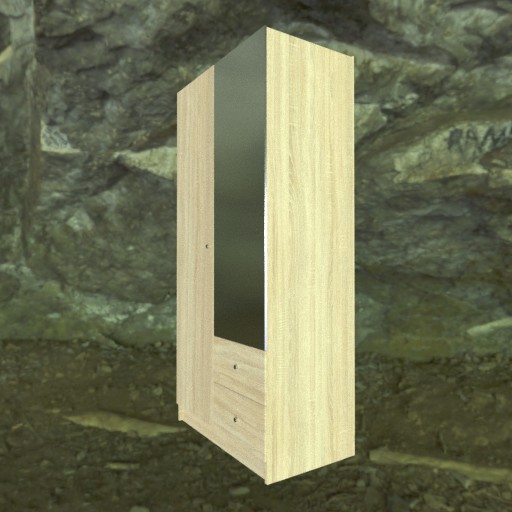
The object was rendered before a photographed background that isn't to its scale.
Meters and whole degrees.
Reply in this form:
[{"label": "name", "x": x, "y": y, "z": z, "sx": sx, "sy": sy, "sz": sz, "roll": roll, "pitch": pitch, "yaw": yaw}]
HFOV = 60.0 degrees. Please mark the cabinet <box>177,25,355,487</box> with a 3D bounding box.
[{"label": "cabinet", "x": 0.000, "y": 0.000, "z": 2.602, "sx": 0.590, "sy": 2.121, "sz": 1.001, "roll": 0, "pitch": -1, "yaw": -34}]
